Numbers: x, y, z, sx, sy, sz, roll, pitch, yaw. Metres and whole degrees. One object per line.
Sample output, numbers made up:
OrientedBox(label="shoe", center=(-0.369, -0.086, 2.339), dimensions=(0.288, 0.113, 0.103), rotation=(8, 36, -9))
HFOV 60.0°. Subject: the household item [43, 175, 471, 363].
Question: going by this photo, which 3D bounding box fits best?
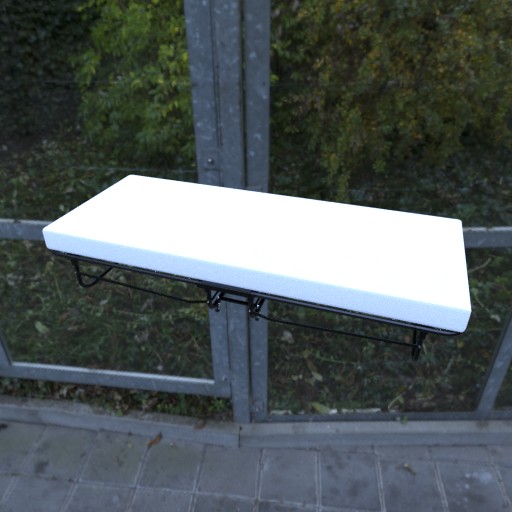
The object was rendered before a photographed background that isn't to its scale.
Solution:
OrientedBox(label="household item", center=(0.000, 0.000, 2.191), dimensions=(1.905, 0.356, 0.787), rotation=(10, 33, 16))
